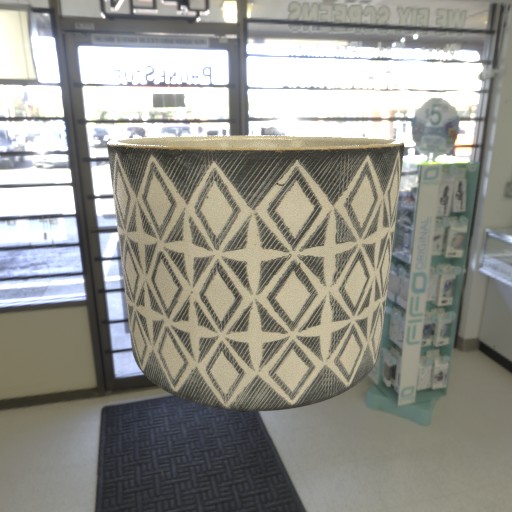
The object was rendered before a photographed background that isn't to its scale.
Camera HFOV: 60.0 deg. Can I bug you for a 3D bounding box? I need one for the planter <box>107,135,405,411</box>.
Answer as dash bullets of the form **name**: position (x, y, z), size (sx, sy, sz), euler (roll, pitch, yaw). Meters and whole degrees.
- **planter**: position (0.000, 0.000, 0.324), size (0.192, 0.165, 0.192), euler (0, 17, 0)
